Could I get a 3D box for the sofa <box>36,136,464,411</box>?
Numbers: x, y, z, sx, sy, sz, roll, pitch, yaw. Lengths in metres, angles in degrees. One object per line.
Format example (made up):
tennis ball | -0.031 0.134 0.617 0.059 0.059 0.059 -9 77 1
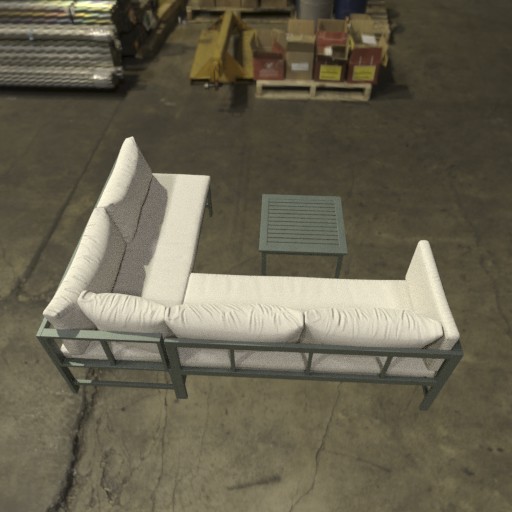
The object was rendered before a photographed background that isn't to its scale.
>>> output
sofa | 0.000 0.000 2.902 2.096 0.758 1.658 2 47 2
